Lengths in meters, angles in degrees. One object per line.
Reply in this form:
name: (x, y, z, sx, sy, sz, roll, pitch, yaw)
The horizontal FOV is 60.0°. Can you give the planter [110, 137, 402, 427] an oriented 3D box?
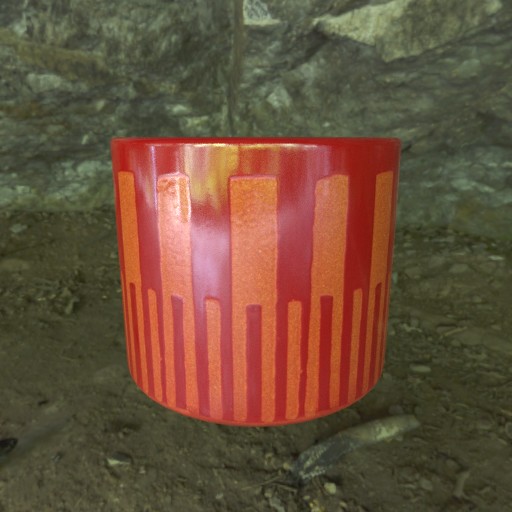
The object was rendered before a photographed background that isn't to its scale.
planter: (0.000, 0.000, 0.391, 0.230, 0.202, 0.230, 0, 15, 0)
